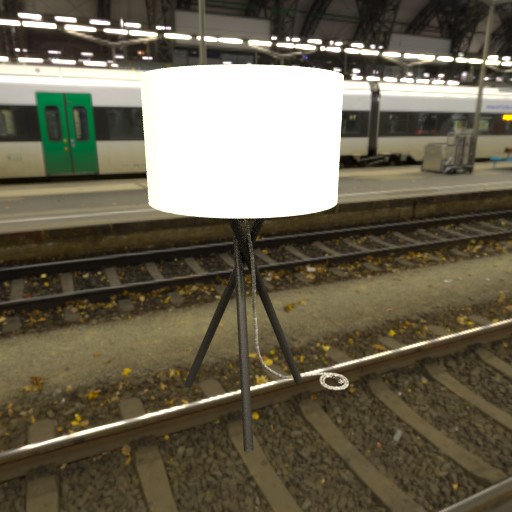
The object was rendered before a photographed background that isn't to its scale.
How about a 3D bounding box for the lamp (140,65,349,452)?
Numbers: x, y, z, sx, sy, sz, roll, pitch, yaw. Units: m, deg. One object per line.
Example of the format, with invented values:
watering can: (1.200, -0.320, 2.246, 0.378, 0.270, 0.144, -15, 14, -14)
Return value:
lamp: (0.000, 0.000, 0.907, 0.353, 0.674, 0.422, 15, 22, 42)
